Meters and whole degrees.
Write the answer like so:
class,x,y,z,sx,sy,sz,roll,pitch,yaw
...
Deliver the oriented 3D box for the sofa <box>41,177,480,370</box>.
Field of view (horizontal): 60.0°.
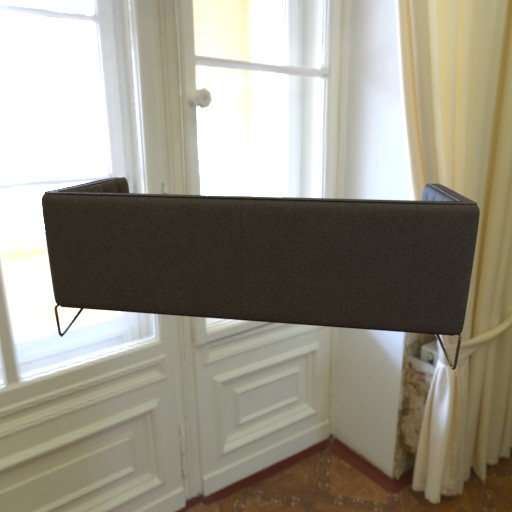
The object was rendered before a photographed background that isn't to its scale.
class,x,y,z,sx,sy,sz,roll,pitch,yaw
sofa,0.000,0.000,2.520,2.087,0.789,0.867,3,16,10
